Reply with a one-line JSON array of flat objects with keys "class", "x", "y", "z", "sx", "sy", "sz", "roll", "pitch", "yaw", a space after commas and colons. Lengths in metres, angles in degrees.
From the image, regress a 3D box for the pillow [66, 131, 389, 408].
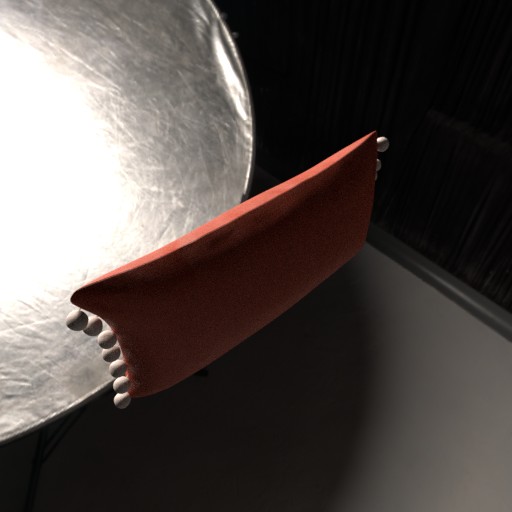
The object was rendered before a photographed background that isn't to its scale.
[{"class": "pillow", "x": 0.000, "y": 0.000, "z": 0.858, "sx": 0.709, "sy": 0.322, "sz": 0.201, "roll": -33, "pitch": 55, "yaw": -27}]
